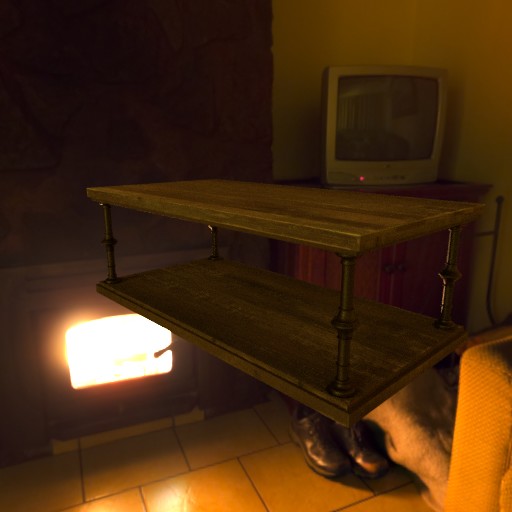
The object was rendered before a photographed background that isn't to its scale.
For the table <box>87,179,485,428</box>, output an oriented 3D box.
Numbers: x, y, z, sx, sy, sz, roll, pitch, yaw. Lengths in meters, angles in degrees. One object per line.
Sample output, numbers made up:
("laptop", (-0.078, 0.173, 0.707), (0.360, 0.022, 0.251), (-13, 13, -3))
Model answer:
("table", (0.000, 0.000, 1.358), (0.554, 0.373, 1.088), (-13, 20, -42))
